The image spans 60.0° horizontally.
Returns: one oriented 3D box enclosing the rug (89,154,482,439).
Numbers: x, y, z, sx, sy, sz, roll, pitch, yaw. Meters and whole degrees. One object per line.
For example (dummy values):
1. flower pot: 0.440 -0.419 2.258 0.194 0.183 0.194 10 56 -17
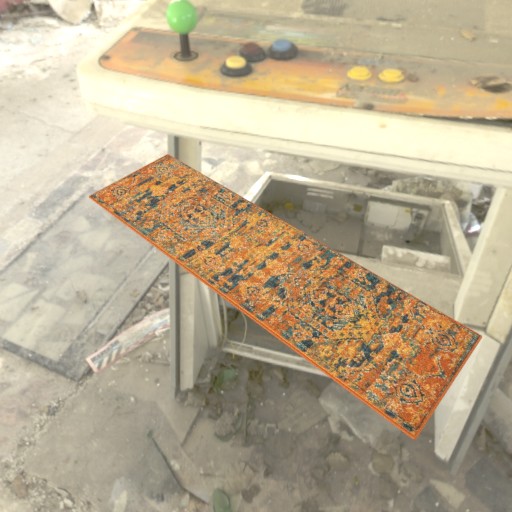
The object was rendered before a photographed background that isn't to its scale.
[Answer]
1. rug: 0.000 0.000 2.435 2.274 0.016 0.651 33 54 28
